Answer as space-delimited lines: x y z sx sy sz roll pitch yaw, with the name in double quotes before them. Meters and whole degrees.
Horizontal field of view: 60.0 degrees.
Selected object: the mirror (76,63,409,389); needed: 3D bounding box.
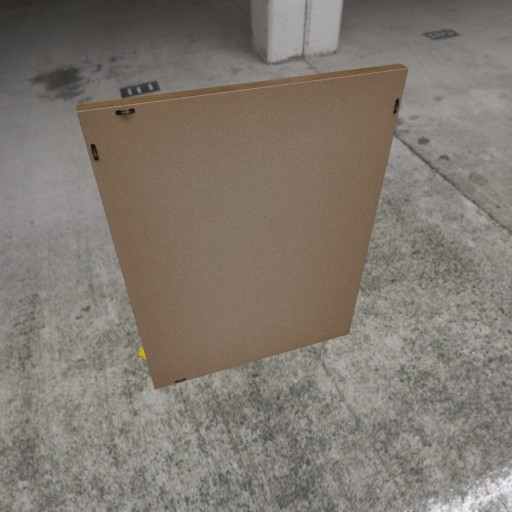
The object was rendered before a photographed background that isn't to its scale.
"mirror" 0.000 0.000 1.321 0.762 1.016 0.041 -13 43 -14
